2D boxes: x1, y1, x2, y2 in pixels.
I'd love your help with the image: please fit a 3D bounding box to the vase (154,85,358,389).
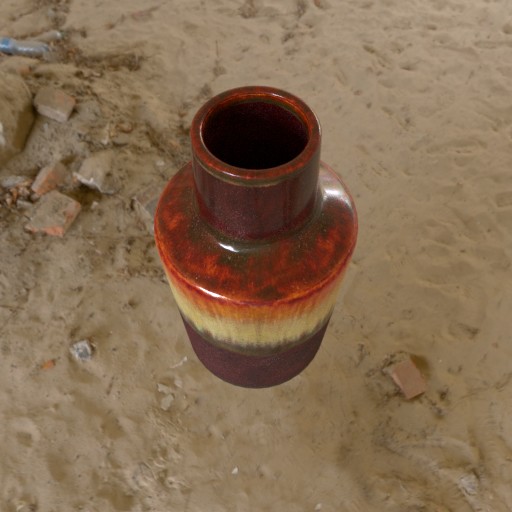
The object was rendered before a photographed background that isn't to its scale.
[{"bbox_3d":[0.000,0.000,0.267,0.108,0.204,0.108,0,59,0],"label":"vase"}]
